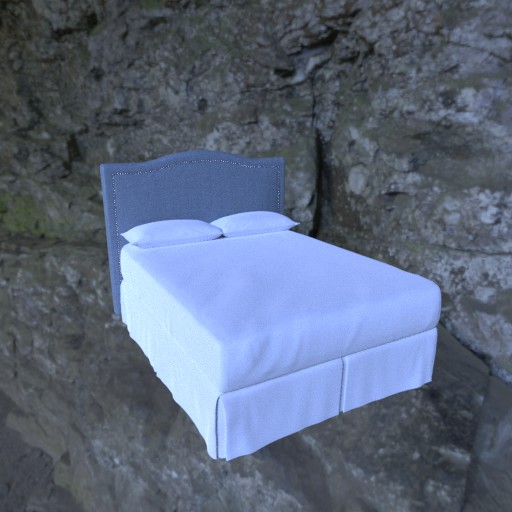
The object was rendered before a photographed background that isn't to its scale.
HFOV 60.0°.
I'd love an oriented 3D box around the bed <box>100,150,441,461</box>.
[{"bbox_3d":[0.000,0.000,3.318,1.753,1.460,2.143,-9,18,-28],"label":"bed"}]
